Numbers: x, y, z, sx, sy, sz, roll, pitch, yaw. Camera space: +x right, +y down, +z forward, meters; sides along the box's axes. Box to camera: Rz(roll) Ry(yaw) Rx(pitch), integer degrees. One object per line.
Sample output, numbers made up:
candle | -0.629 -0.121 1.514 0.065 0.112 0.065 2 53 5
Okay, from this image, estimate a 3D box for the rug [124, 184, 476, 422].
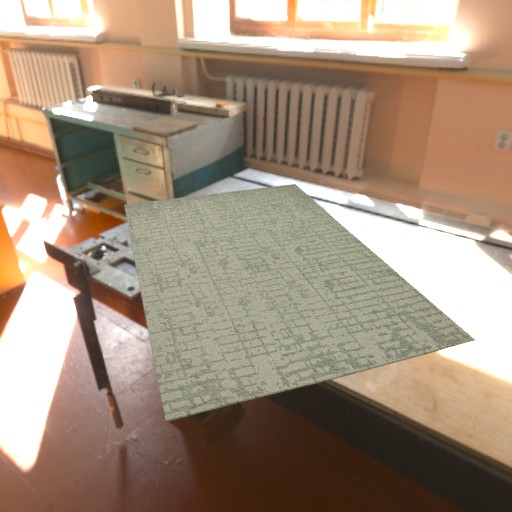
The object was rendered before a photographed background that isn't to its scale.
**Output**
rug | 0.000 0.000 2.315 1.211 0.007 1.827 -9 31 -16
